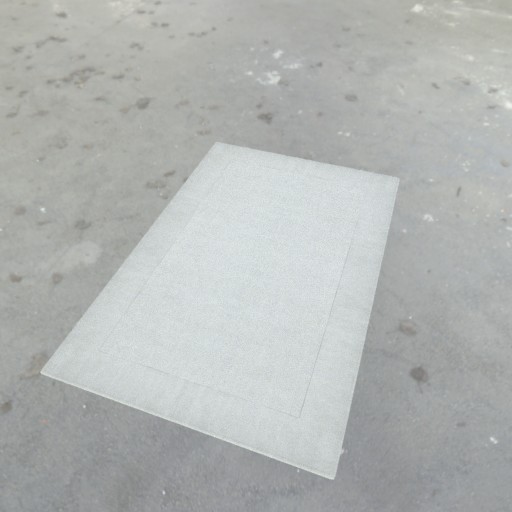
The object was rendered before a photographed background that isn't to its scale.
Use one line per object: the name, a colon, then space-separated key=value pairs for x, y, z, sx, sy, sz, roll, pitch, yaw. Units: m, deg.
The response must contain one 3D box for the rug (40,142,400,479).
rug: x=0.000 y=0.000 z=2.256 sx=1.219 sy=0.013 sz=1.829 roll=14 pitch=48 yaw=13
